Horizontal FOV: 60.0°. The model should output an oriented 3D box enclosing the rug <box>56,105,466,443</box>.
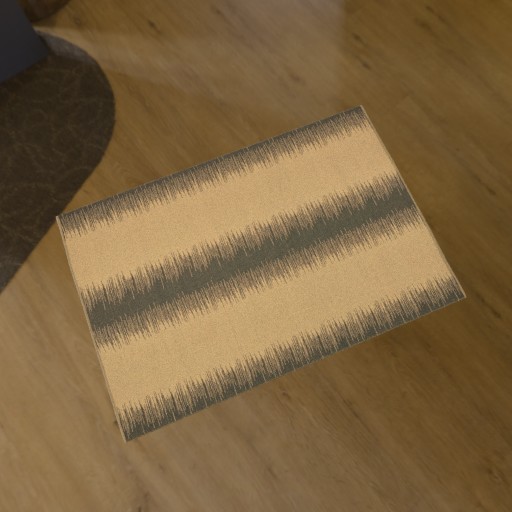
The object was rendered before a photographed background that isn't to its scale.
[{"bbox_3d":[0.000,0.000,2.344,1.854,0.006,1.234,-21,75,-6],"label":"rug"}]
